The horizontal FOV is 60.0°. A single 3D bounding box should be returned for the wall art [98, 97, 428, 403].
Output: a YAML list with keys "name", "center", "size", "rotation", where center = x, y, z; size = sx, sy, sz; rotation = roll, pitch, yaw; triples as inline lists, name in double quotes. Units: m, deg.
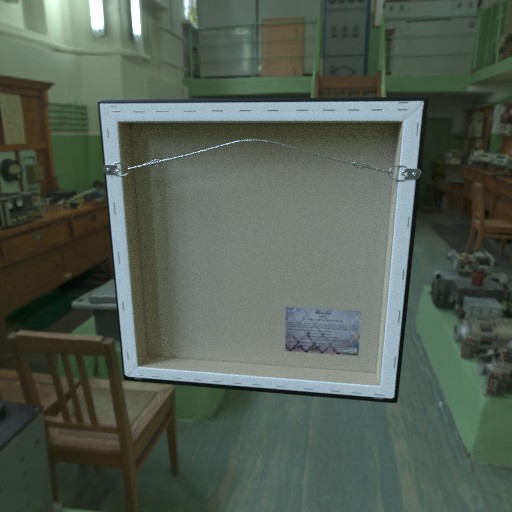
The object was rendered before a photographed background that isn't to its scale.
- name: "wall art"
  center: [0.000, 0.000, 0.607]
  size: [0.406, 0.407, 0.041]
  rotation: [2, 16, 8]
